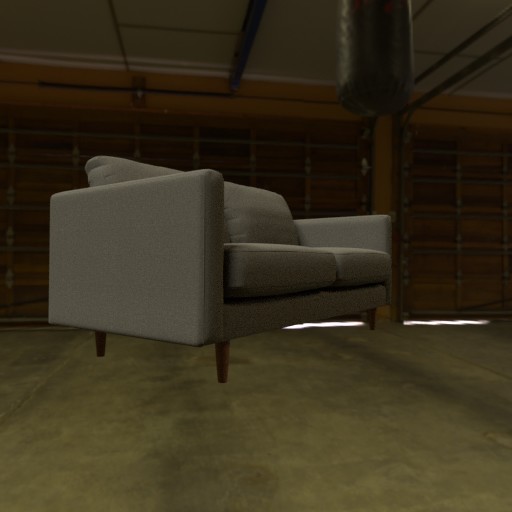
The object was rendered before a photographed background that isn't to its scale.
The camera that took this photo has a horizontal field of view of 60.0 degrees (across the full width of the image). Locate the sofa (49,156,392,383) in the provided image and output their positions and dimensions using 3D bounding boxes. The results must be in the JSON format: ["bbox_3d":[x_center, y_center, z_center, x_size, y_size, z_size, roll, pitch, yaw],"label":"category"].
[{"bbox_3d":[0.000,0.000,2.272,0.940,0.866,1.713,0,-1,36],"label":"sofa"}]
